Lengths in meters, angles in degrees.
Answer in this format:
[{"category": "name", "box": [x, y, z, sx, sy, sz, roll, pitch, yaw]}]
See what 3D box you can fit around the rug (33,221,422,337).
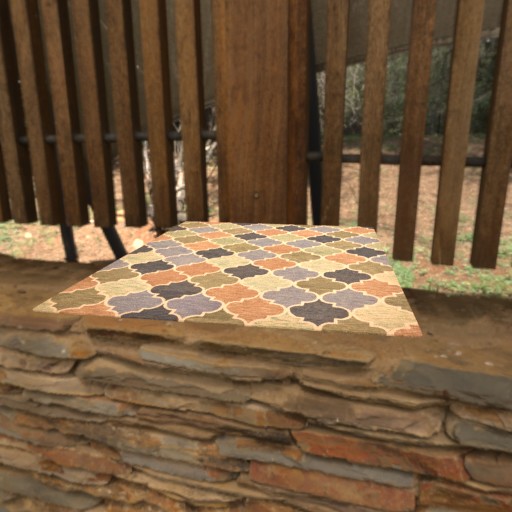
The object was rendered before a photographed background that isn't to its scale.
[{"category": "rug", "box": [0.000, 0.000, 4.207, 2.439, 0.013, 3.200, 2, 15, 9]}]
